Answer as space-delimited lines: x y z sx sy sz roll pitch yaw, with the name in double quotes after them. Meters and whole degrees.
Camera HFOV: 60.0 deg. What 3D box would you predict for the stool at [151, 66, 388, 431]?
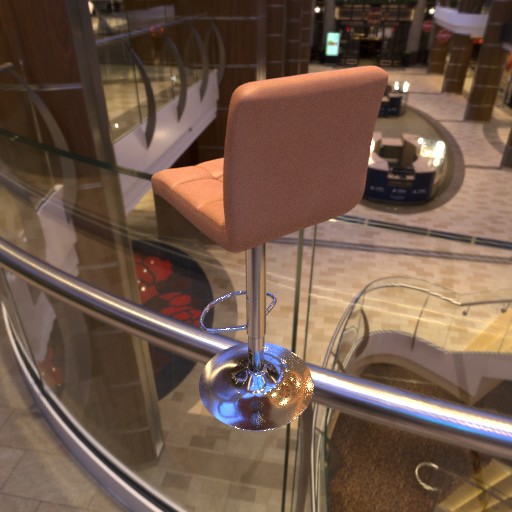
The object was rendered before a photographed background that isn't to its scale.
0.000 0.000 1.361 0.430 1.115 0.505 -21 37 -30 "stool"
